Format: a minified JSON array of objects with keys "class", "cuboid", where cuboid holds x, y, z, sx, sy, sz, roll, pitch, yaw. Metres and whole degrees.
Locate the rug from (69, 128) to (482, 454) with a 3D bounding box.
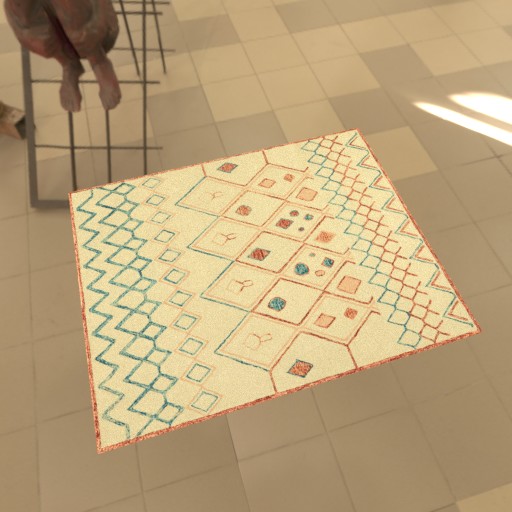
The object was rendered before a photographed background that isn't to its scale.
[{"class":"rug","cuboid":[0.000,0.000,3.924,3.050,0.016,2.441,-15,60,-9]}]
